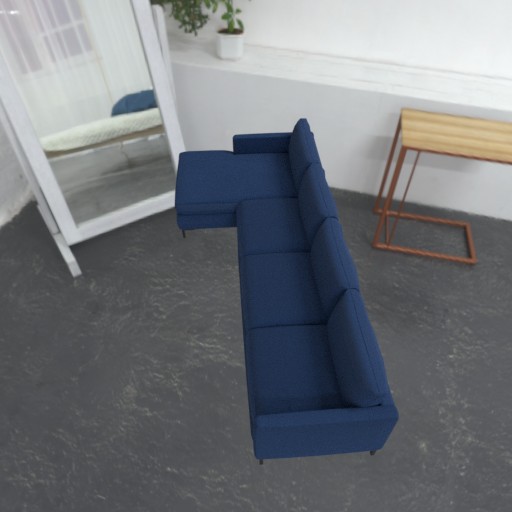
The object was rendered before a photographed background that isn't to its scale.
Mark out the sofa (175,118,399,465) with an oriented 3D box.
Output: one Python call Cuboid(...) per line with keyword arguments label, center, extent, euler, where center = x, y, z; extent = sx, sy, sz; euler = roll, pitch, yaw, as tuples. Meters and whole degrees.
Cuboid(label="sofa", center=(0.000, 0.000, 2.905), extent=(1.128, 0.679, 2.450), euler=(-3, 47, -3))
